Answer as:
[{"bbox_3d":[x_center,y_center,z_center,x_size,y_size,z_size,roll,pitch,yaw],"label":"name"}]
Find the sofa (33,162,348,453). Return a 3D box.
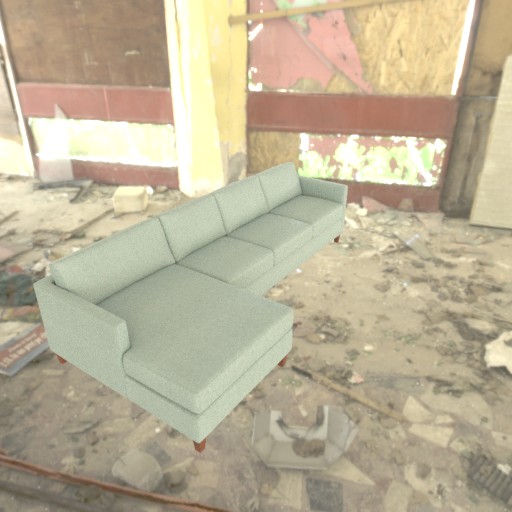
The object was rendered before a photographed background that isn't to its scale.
[{"bbox_3d":[0.000,0.000,4.198,1.600,0.953,3.470,18,32,31],"label":"sofa"}]
